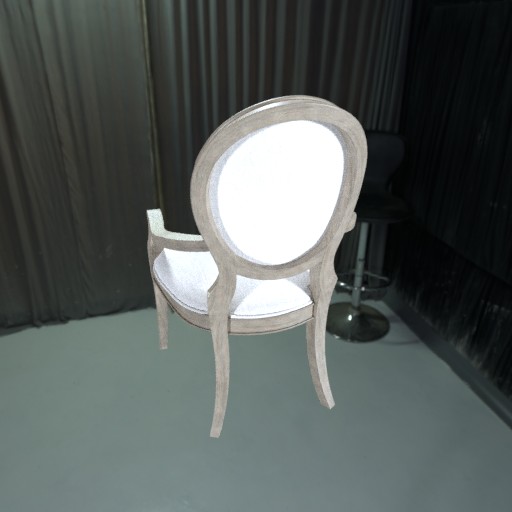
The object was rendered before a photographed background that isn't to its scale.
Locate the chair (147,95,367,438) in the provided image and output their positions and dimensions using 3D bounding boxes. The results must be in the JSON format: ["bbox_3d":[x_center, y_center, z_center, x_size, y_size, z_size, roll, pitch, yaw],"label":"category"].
[{"bbox_3d":[0.000,0.000,1.362,0.611,0.991,0.602,-8,28,-16],"label":"chair"}]
